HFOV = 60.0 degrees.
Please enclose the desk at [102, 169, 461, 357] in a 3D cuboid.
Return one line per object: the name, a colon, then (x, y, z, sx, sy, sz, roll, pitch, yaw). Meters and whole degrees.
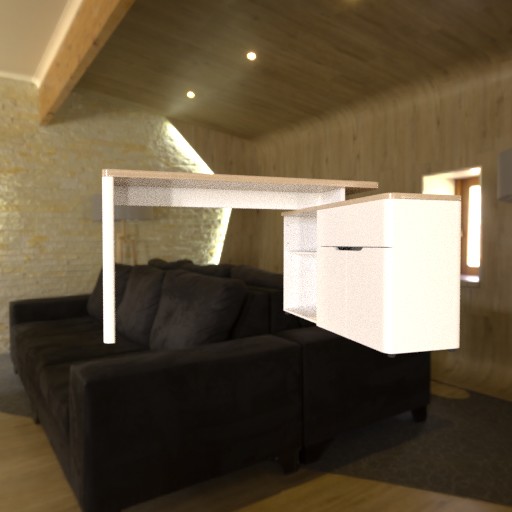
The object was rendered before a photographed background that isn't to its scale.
desk: (0.000, 0.000, 2.138, 1.400, 0.770, 1.175, -1, 2, -18)
